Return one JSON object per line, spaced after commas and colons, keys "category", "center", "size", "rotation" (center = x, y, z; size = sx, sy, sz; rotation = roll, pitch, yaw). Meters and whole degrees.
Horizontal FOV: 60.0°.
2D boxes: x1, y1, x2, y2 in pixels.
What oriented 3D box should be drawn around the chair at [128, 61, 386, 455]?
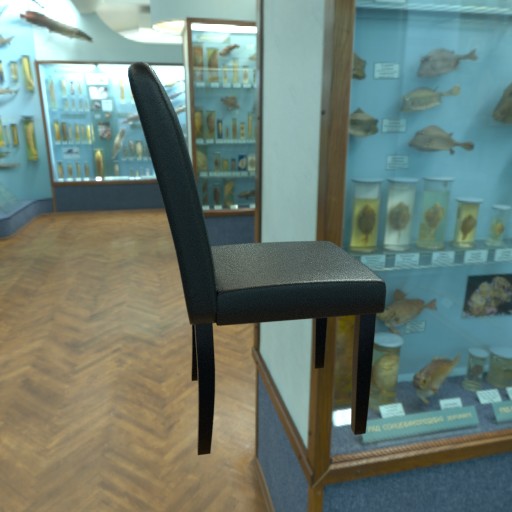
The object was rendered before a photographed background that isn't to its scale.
{"category": "chair", "center": [0.000, 0.000, 1.163], "size": [0.556, 0.897, 0.399], "rotation": [-3, 16, -10]}
